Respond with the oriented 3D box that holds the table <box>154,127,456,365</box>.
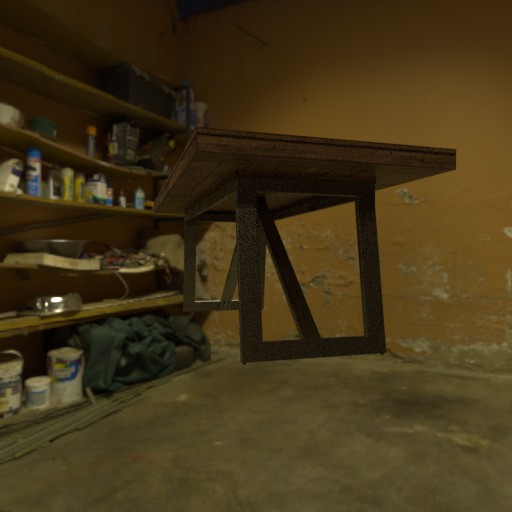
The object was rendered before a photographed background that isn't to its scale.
[{"bbox_3d":[0.000,0.000,2.341,0.931,0.757,1.867,0,0,-17],"label":"table"}]
